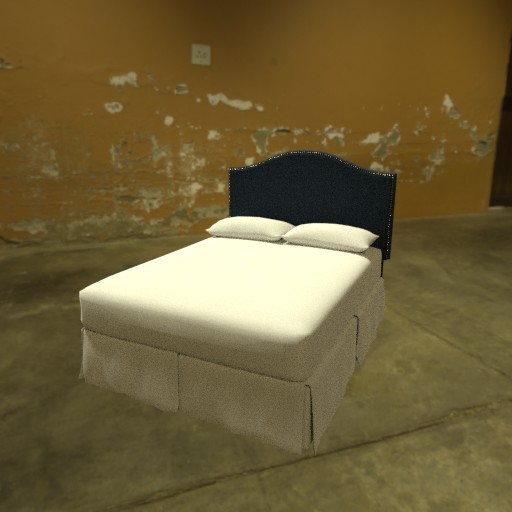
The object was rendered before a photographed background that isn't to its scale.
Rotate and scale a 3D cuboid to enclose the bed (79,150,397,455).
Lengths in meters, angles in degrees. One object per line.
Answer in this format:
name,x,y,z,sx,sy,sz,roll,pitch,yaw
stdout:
bed,0.000,0.000,3.394,1.713,1.518,2.153,7,17,25
